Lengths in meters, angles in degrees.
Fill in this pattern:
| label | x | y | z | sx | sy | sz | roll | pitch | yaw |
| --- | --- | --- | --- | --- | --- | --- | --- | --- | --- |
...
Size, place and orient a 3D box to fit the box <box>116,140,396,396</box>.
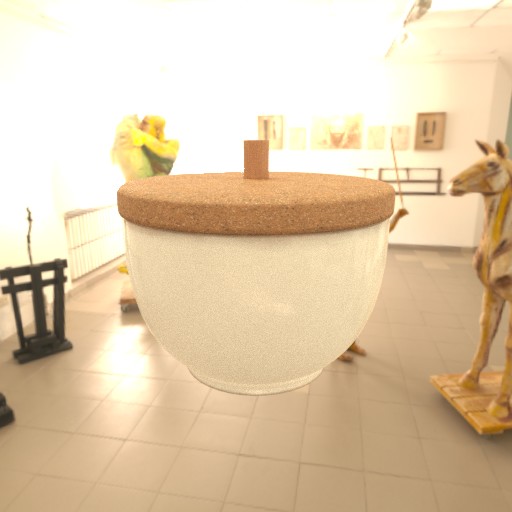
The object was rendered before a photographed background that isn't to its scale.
| label | x | y | z | sx | sy | sz | roll | pitch | yaw |
| --- | --- | --- | --- | --- | --- | --- | --- | --- | --- |
| box | 0.000 | 0.000 | 0.185 | 0.107 | 0.094 | 0.107 | 0 | 15 | 0 |
